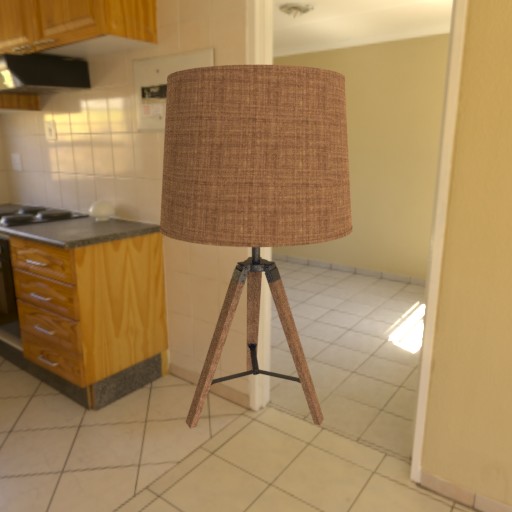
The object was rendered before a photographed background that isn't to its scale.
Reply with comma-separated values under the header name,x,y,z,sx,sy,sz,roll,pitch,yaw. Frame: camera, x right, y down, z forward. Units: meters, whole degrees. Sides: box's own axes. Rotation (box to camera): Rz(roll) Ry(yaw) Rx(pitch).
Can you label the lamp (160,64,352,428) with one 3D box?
name,x,y,z,sx,sy,sz,roll,pitch,yaw
lamp,0.000,0.000,0.691,0.290,0.514,0.290,0,14,0
